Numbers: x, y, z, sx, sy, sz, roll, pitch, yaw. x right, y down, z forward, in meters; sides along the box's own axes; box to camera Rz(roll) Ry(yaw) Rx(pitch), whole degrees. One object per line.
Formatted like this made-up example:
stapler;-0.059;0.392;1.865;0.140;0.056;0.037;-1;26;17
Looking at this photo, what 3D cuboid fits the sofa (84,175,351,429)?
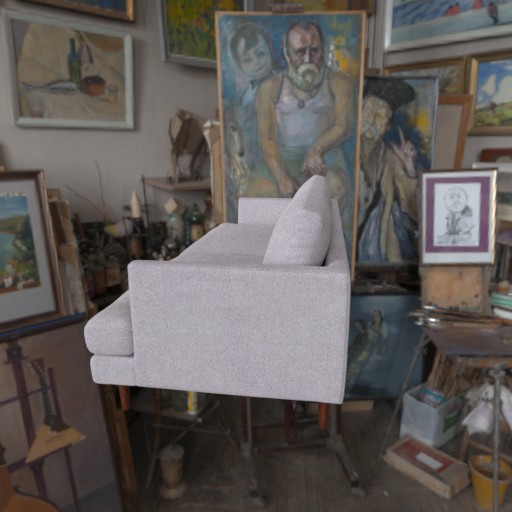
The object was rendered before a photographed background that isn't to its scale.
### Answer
sofa;0.000;0.000;2.717;1.020;0.868;2.250;2;14;9
